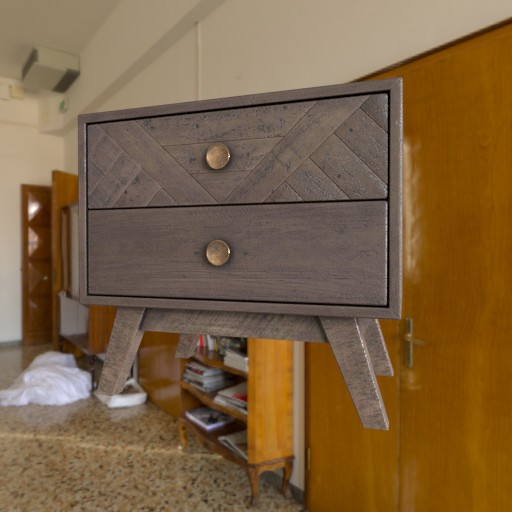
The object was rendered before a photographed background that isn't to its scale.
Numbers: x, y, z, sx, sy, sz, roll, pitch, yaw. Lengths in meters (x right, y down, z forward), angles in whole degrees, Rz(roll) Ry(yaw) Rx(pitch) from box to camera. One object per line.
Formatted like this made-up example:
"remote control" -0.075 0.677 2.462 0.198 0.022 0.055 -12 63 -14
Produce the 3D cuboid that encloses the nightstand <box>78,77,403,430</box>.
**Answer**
"nightstand" 0.000 0.000 1.039 0.650 0.599 0.450 0 1 19
